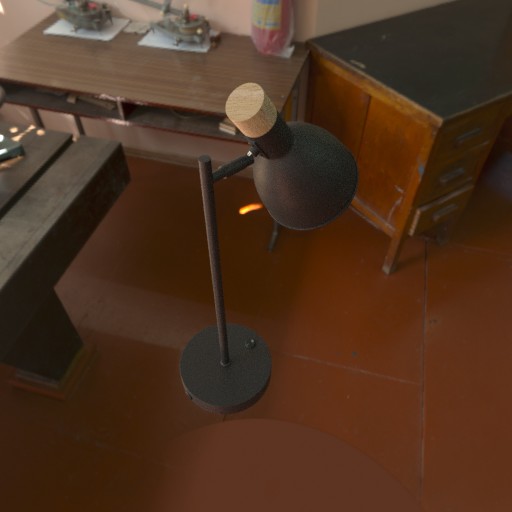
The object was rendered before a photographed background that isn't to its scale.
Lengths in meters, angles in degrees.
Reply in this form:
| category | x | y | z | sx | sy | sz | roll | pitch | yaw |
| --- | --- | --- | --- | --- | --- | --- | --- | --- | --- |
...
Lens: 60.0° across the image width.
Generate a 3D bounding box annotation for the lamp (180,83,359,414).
| category | x | y | z | sx | sy | sz | roll | pitch | yaw |
| --- | --- | --- | --- | --- | --- | --- | --- | --- | --- |
| lamp | 0.000 | 0.000 | 0.596 | 0.287 | 0.483 | 0.152 | -33 | 56 | -26 |
